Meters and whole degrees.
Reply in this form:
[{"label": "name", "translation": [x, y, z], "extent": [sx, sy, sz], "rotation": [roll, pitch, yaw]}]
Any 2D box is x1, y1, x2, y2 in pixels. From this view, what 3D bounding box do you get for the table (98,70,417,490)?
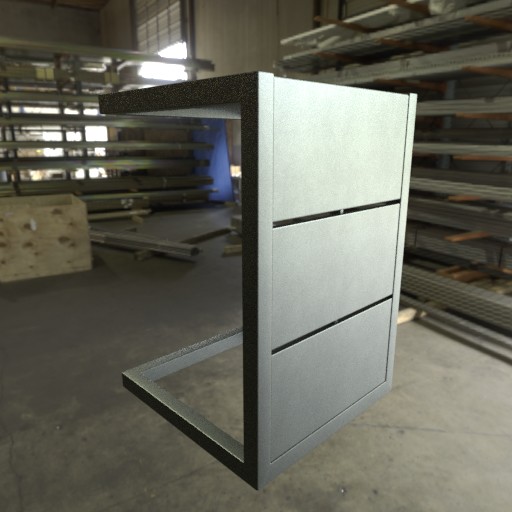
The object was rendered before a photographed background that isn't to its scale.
[{"label": "table", "translation": [0.000, 0.000, 0.885], "extent": [0.405, 0.609, 0.420], "rotation": [-14, 20, -43]}]
